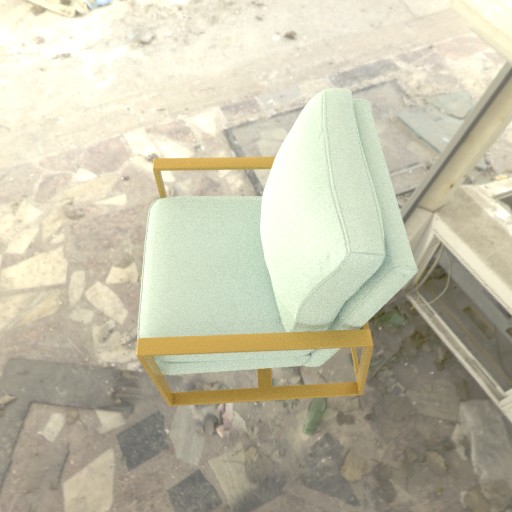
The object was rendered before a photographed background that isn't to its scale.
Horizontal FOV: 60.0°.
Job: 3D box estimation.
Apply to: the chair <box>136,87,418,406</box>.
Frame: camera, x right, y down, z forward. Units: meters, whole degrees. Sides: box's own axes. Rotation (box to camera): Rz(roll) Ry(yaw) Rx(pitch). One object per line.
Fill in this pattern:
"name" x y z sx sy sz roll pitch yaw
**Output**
"chair" 0.000 0.000 1.547 0.813 0.956 0.758 -3 58 -2
